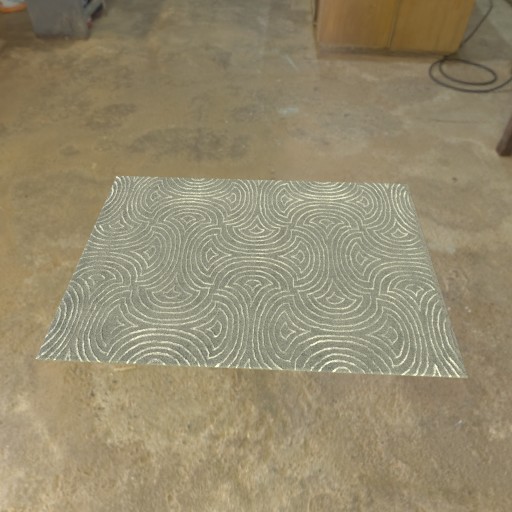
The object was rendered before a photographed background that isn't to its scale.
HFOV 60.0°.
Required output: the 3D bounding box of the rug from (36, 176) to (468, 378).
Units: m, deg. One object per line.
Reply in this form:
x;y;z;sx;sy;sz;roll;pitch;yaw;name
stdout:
0.000;0.000;2.728;2.144;0.015;1.543;2;46;2;rug
